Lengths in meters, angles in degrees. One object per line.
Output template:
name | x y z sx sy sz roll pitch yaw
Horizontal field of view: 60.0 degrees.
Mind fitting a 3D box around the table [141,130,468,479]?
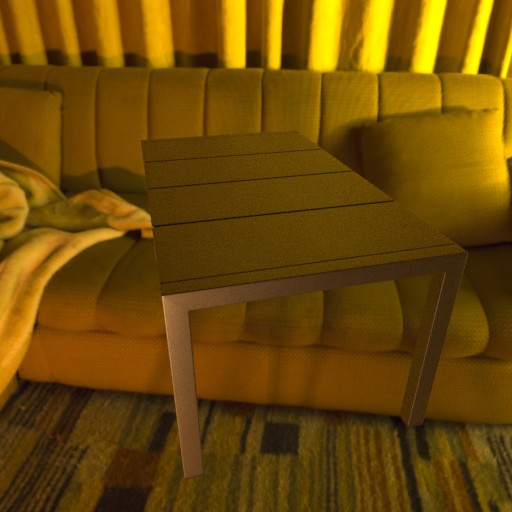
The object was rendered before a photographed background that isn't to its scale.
table | 0.000 0.000 1.272 0.559 0.460 0.965 -7 30 -13
